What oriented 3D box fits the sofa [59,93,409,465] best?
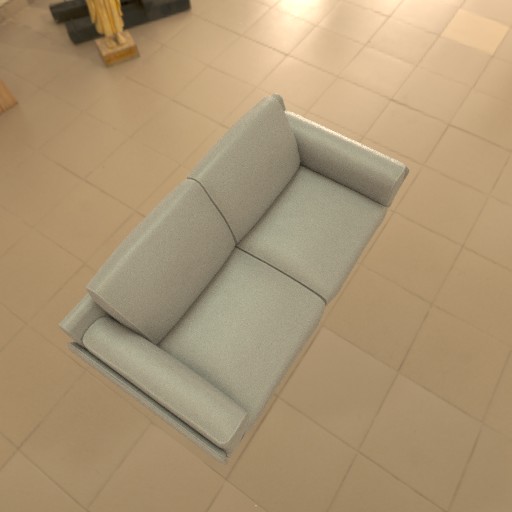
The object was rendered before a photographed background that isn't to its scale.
[{"bbox_3d":[0.000,0.000,2.692,1.049,0.930,2.101,30,65,16],"label":"sofa"}]
